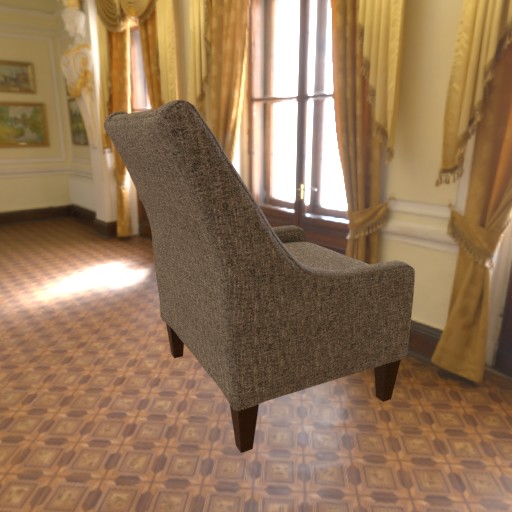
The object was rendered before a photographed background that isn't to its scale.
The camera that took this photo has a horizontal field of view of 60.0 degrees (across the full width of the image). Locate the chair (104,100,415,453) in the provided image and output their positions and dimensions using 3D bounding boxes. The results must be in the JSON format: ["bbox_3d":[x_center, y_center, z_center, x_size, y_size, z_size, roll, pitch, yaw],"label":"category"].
[{"bbox_3d":[0.000,0.000,1.616,0.870,1.014,0.774,-8,18,-27],"label":"chair"}]
